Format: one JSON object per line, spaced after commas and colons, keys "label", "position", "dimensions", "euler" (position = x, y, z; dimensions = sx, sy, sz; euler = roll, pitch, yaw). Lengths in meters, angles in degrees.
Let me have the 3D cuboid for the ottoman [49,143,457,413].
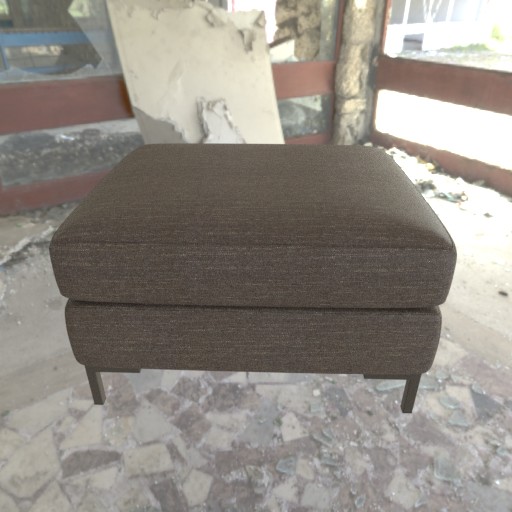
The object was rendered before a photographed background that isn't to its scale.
{"label": "ottoman", "position": [0.000, 0.000, 1.206], "dimensions": [0.820, 0.490, 0.671], "euler": [1, 30, 2]}
